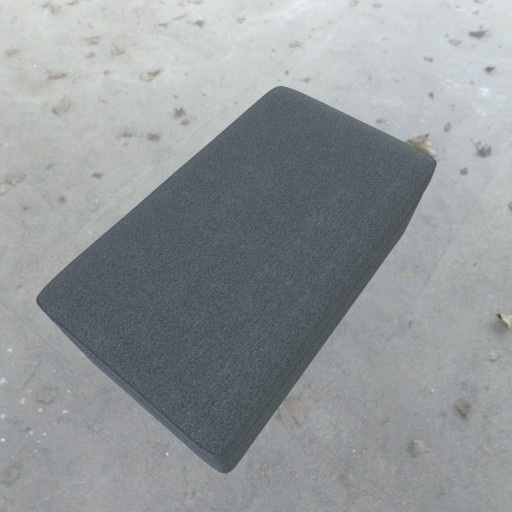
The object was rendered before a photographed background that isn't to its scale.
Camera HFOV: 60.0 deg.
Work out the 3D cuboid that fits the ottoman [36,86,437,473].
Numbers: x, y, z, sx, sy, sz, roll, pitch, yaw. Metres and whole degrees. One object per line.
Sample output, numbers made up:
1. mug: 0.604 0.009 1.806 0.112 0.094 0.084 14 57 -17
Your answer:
1. ottoman: 0.000 0.000 1.515 0.681 0.494 1.173 33 64 19
